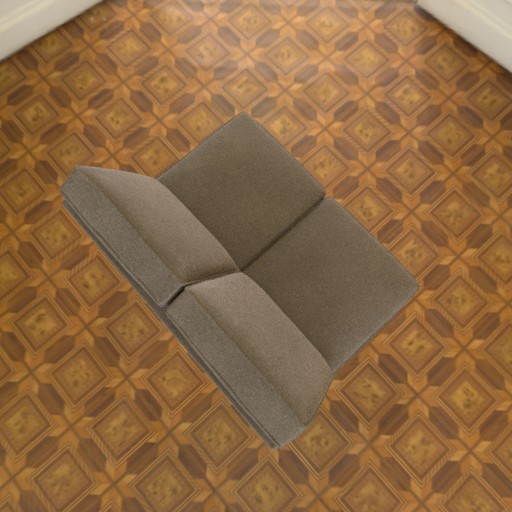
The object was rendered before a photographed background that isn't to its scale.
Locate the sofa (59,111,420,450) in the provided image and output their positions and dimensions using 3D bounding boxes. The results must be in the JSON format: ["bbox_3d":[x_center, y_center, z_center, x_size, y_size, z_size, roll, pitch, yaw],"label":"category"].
[{"bbox_3d":[0.000,0.000,2.007,0.951,1.008,1.237,-41,79,-10],"label":"sofa"}]
